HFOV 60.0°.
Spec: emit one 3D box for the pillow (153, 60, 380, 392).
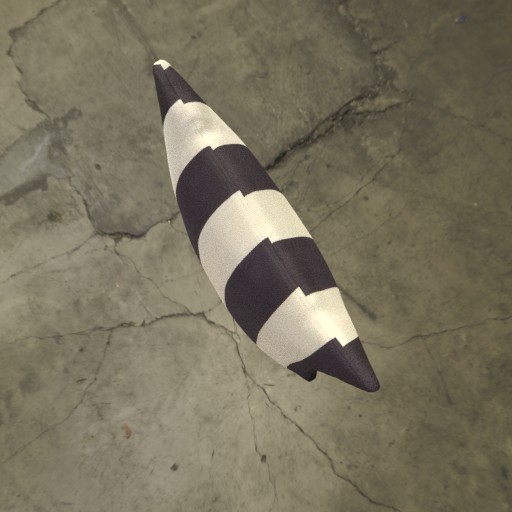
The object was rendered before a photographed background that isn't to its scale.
[{"bbox_3d":[0.000,0.000,0.812,0.189,0.526,0.536,-32,77,-8],"label":"pillow"}]
